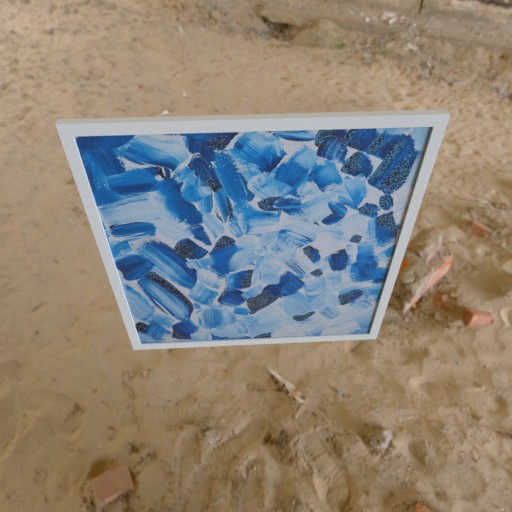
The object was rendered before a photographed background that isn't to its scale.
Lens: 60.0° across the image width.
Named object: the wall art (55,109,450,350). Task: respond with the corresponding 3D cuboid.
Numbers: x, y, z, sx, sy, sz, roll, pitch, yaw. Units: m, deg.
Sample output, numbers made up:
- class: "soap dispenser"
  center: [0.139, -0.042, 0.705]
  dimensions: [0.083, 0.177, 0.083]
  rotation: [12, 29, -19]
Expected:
- class: "wall art"
  center: [0.000, 0.000, 0.677]
  dimensions: [0.457, 0.457, 0.012]
  rotation: [-2, 45, -2]
